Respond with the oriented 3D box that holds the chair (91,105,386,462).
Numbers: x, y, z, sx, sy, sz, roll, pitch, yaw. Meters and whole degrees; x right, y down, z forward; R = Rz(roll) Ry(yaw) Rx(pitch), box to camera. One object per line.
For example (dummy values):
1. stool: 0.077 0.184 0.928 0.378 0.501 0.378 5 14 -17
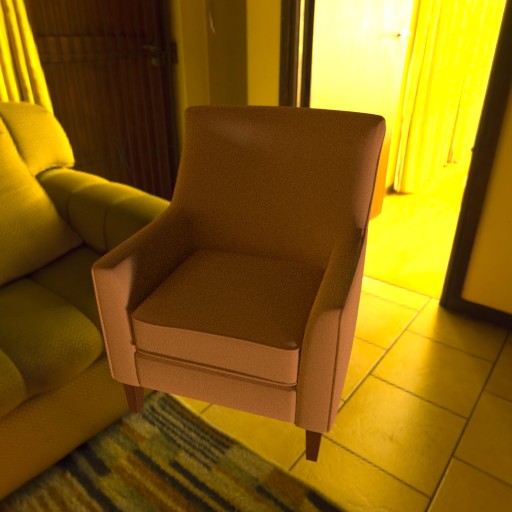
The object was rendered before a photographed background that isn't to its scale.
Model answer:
1. chair: 0.000 0.000 1.574 0.756 0.916 0.879 8 28 16
